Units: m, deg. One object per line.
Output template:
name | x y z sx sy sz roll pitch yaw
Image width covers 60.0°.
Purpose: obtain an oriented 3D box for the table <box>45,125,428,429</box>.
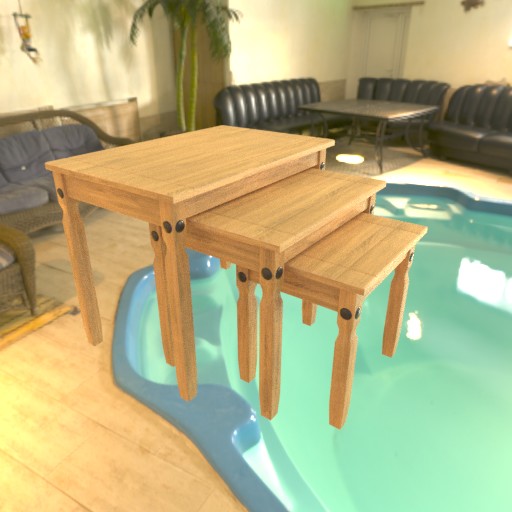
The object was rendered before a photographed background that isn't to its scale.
table | 0.000 0.000 1.211 0.773 0.535 0.660 18 31 32
